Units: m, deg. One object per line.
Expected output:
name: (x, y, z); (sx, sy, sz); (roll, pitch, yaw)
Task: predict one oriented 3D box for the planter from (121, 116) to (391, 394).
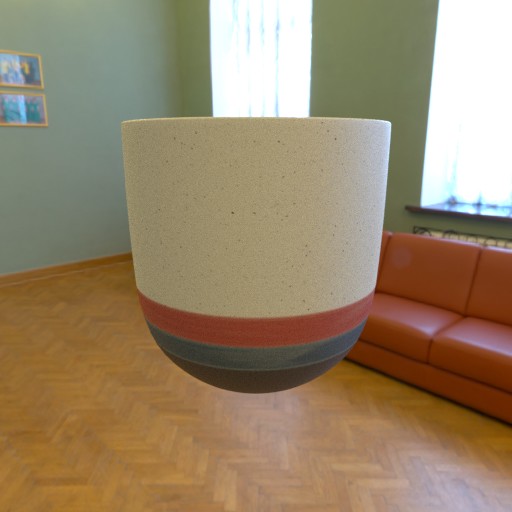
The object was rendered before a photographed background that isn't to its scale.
planter: (0.000, 0.000, 0.374); (0.204, 0.214, 0.204); (0, 14, 0)
